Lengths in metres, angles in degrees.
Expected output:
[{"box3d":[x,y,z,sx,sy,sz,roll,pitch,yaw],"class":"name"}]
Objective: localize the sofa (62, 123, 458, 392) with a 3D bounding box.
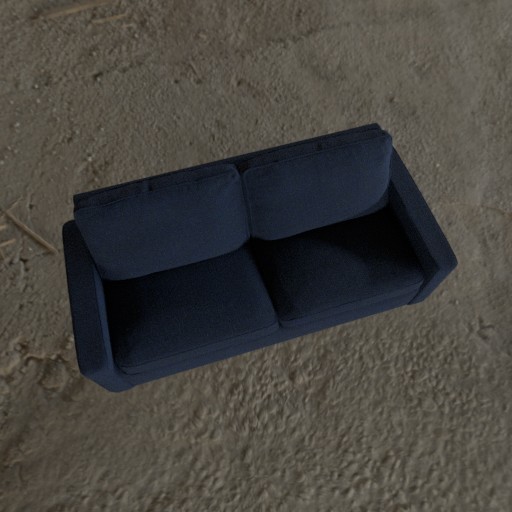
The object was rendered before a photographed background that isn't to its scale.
[{"box3d":[0.000,0.000,2.596,2.080,0.919,0.940,-15,65,-7],"class":"sofa"}]
